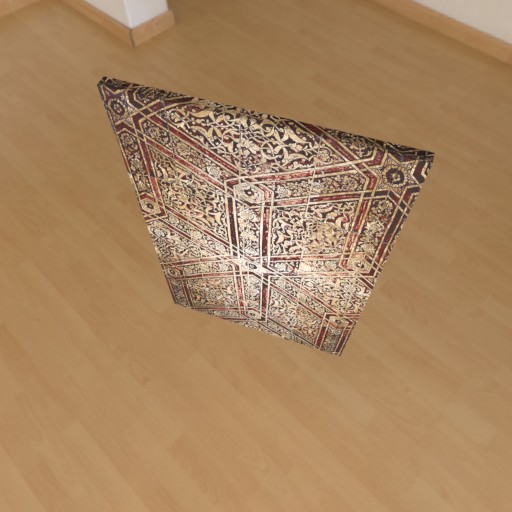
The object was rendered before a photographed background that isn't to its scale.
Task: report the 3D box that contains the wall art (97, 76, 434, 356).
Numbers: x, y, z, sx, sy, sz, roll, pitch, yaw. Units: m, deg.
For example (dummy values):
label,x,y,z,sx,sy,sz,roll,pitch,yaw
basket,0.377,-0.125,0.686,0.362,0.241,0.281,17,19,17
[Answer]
label,x,y,z,sx,sy,sz,roll,pitch,yaw
wall art,0.000,0.000,0.756,0.397,0.599,0.020,16,59,10
